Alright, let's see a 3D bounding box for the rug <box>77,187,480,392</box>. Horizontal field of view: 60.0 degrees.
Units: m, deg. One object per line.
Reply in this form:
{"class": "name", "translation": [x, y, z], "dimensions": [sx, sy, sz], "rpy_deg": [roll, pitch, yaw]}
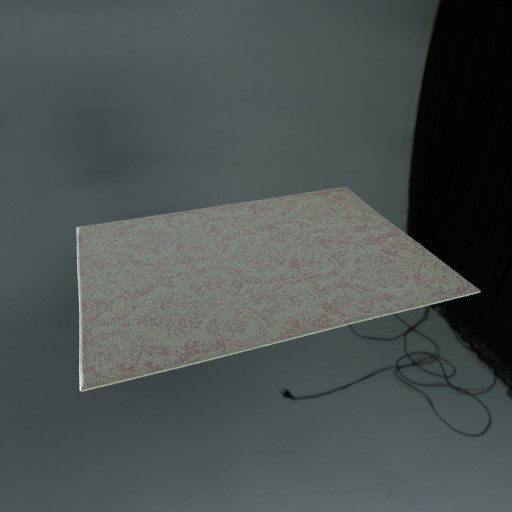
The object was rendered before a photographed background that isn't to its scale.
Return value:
{"class": "rug", "translation": [0.000, 0.000, 2.896], "dimensions": [2.202, 0.014, 1.598], "rpy_deg": [-11, 34, -16]}
